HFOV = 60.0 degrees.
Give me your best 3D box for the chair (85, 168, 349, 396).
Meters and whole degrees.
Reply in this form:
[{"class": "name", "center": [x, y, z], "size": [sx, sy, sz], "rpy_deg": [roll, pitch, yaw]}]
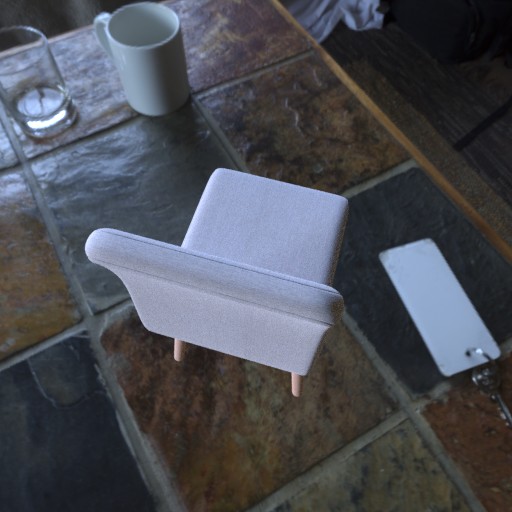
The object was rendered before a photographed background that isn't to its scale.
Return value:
[{"class": "chair", "center": [0.000, 0.000, 1.138], "size": [0.435, 0.885, 0.550], "rpy_deg": [15, 65, 7]}]
